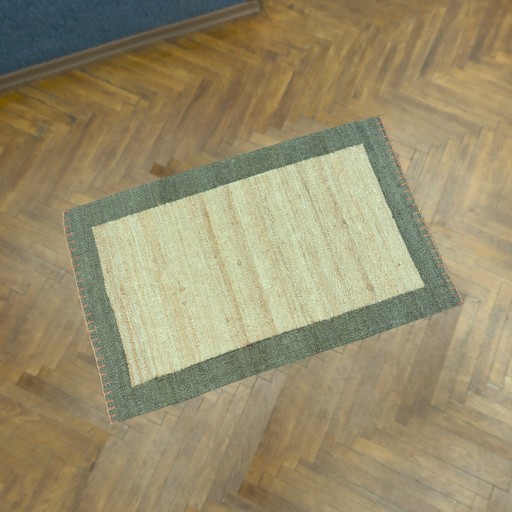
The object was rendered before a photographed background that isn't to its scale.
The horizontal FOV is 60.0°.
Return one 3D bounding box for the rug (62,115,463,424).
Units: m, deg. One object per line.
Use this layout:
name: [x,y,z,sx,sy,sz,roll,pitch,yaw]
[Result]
rug: [0.000,0.000,3.040,2.435,0.006,1.521,-18,76,-4]
